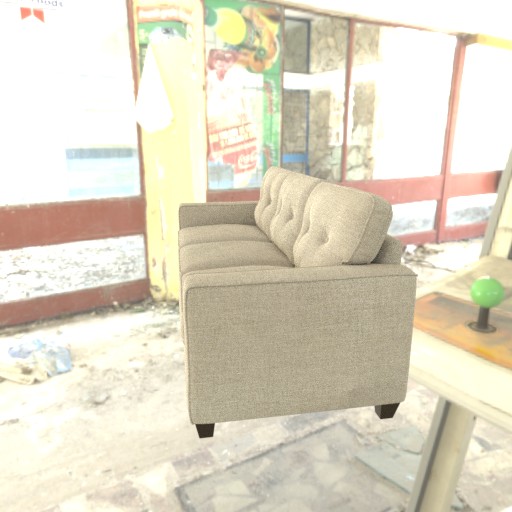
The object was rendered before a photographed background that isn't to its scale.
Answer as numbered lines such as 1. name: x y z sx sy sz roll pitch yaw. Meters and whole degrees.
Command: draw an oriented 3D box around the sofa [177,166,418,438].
1. sofa: 0.000 0.000 2.694 0.939 0.965 2.133 -3 15 -10
